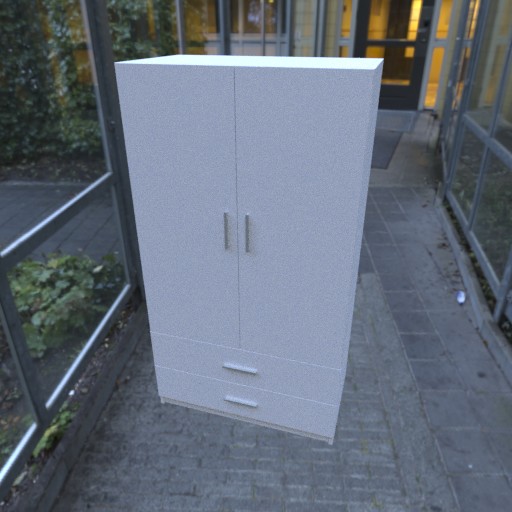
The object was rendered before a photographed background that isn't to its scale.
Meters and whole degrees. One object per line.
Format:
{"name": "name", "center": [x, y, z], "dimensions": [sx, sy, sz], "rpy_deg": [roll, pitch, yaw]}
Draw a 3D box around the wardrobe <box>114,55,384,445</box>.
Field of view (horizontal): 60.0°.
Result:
{"name": "wardrobe", "center": [0.000, 0.000, 2.237], "dimensions": [0.991, 1.808, 0.577], "rpy_deg": [8, 28, 15]}
